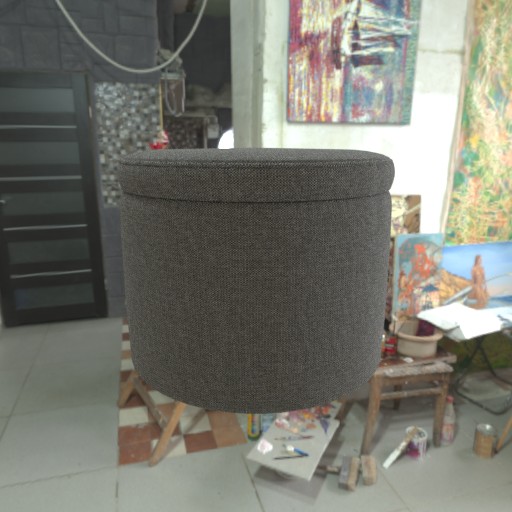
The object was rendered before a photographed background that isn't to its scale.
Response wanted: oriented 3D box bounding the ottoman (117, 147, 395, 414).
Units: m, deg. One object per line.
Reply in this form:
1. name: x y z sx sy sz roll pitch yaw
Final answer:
1. ottoman: 0.000 0.000 0.905 0.520 0.430 0.520 0 14 0
